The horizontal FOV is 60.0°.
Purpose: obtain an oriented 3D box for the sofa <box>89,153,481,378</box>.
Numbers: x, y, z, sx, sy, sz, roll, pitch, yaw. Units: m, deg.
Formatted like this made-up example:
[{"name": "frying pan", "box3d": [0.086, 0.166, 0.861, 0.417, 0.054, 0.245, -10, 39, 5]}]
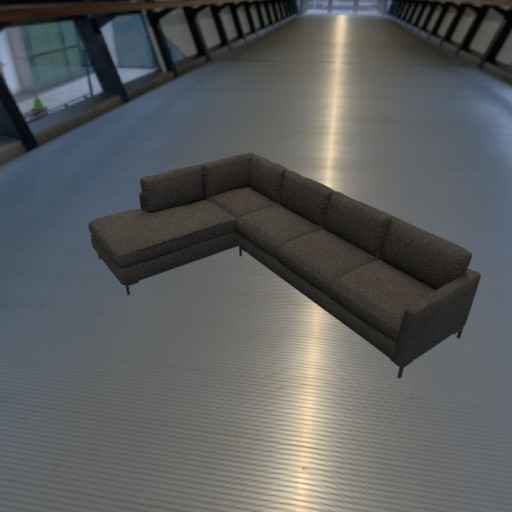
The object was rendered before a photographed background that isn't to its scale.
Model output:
[{"name": "sofa", "box3d": [0.000, 0.000, 3.844, 2.007, 0.815, 2.949, -21, 37, -30]}]
